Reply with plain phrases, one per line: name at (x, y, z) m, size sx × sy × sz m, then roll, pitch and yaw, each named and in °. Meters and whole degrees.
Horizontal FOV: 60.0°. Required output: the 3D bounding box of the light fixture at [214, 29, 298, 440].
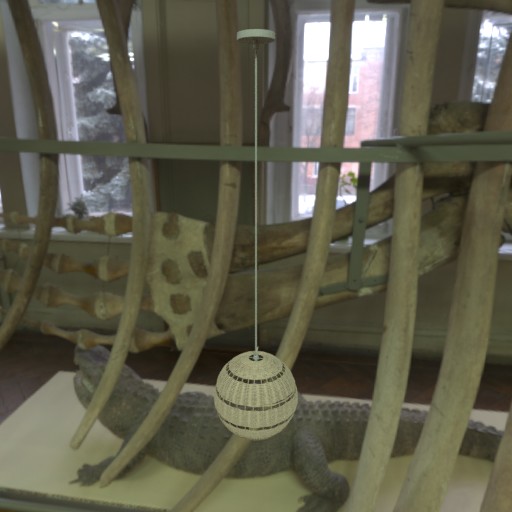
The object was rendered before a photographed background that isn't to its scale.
light fixture at (0.000, 0.000, 2.208) m, size 0.457 × 2.019 × 0.457 m, roll 2°, pitch 16°, yaw 8°
